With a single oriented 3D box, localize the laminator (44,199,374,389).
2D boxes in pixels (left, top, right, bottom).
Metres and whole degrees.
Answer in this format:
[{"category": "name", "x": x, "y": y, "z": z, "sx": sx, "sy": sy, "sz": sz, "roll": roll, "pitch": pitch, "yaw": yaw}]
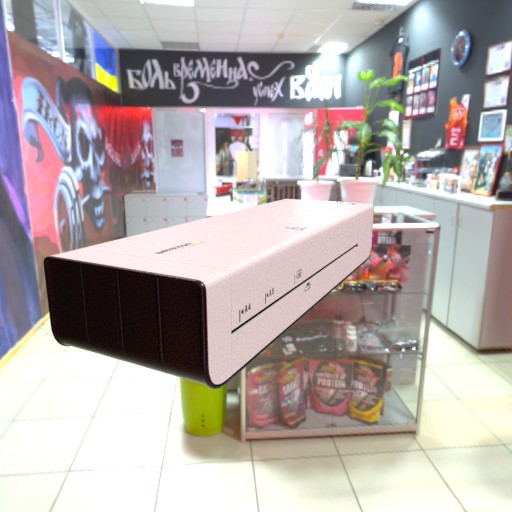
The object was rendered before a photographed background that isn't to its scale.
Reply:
[{"category": "laminator", "x": 0.000, "y": 0.000, "z": 0.386, "sx": 0.123, "sy": 0.062, "sz": 0.340, "roll": 7, "pitch": 15, "yaw": 27}]
